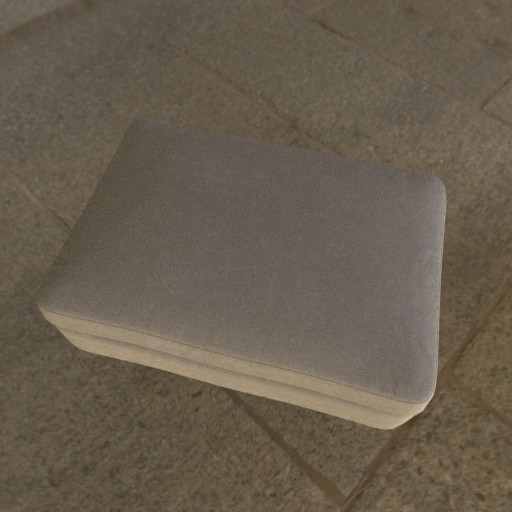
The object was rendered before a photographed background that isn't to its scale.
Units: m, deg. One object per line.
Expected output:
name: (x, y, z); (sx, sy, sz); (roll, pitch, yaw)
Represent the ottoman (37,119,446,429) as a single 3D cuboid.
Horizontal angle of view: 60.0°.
ottoman: (0.000, 0.000, 1.540); (1.199, 0.429, 0.840); (13, 61, 7)
